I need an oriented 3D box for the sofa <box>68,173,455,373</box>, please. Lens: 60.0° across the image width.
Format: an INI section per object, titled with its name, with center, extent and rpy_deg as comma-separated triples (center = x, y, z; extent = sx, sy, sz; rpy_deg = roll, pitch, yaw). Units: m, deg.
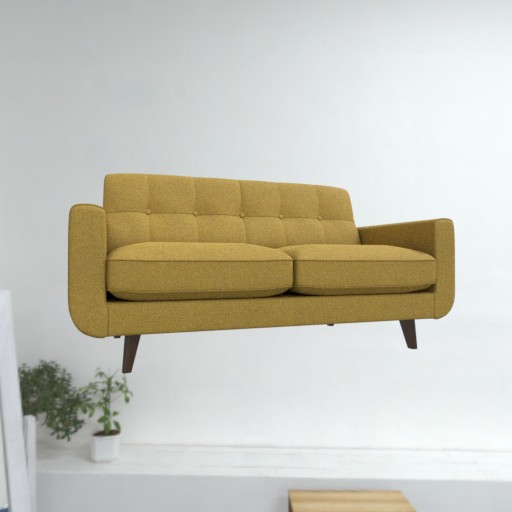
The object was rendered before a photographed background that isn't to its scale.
[sofa]
center = 0.000, 0.000, 2.140
extent = 1.631, 0.841, 0.909
rpy_deg = 0, -1, -20
